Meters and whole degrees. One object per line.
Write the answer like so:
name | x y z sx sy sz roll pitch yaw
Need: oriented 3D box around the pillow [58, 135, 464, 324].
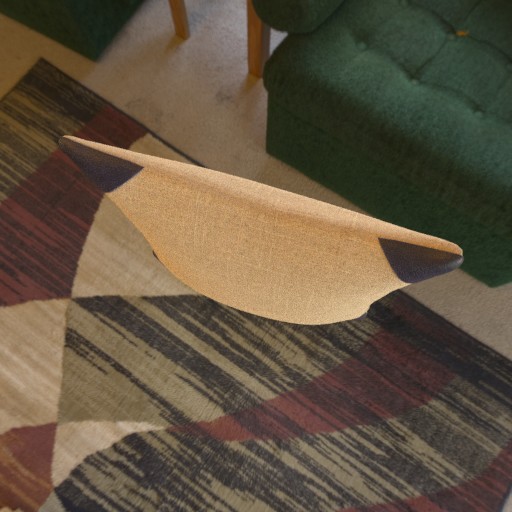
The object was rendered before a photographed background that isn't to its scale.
pillow | 0.000 0.000 0.659 0.440 0.441 0.147 16 76 4
